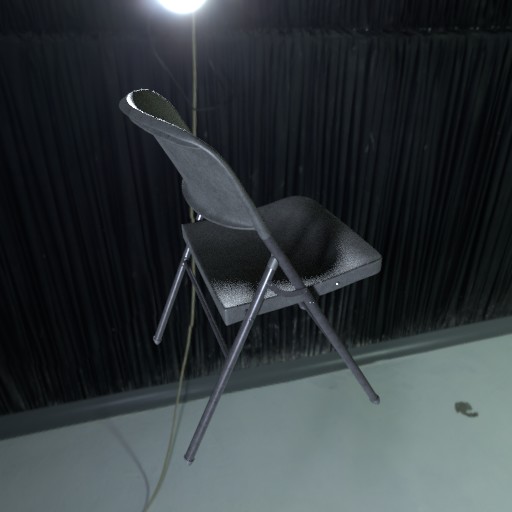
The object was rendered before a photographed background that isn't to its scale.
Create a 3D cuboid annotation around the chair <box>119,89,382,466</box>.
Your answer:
[{"bbox_3d":[0.000,0.000,1.150,0.566,0.810,0.494,-11,32,-17],"label":"chair"}]
